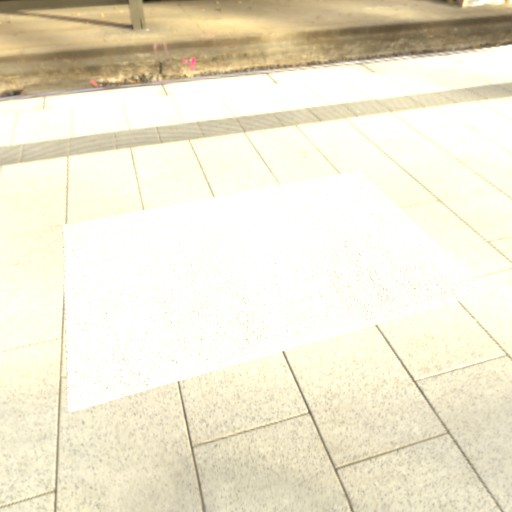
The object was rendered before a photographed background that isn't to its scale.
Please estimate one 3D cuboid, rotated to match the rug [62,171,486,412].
[{"bbox_3d":[0.000,0.000,3.337,2.743,0.030,1.778,-13,42,-15],"label":"rug"}]
